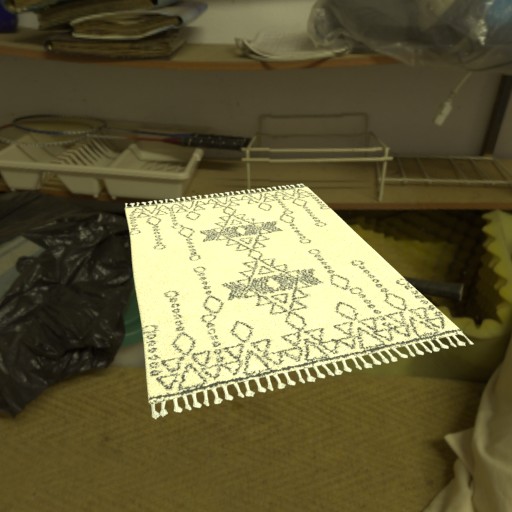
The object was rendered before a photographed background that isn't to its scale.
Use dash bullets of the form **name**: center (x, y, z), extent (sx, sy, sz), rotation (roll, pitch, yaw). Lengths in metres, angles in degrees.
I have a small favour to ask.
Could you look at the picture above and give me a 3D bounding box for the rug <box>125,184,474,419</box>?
- **rug**: center (0.000, 0.000, 3.926), extent (2.125, 0.028, 3.027), rotation (-9, 32, -15)
